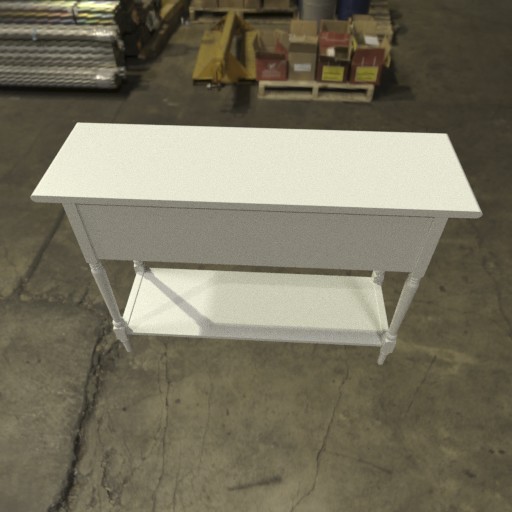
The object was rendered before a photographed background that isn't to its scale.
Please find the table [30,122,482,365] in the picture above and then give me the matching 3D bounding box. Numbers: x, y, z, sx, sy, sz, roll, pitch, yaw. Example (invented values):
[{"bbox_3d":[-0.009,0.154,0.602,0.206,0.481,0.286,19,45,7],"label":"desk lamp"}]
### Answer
[{"bbox_3d":[0.000,0.000,1.590,1.197,0.808,0.384,2,47,2],"label":"table"}]
